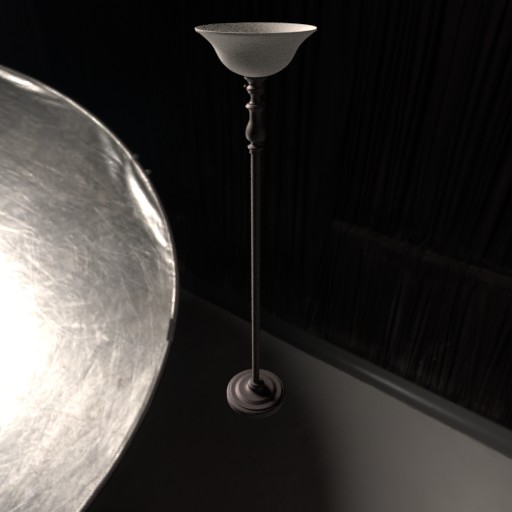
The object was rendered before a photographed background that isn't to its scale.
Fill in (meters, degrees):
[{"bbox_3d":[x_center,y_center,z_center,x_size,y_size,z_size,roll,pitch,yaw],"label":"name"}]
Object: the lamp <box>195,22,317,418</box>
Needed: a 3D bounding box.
[{"bbox_3d":[0.000,0.000,1.953,0.405,1.797,0.405,22,38,31],"label":"lamp"}]
